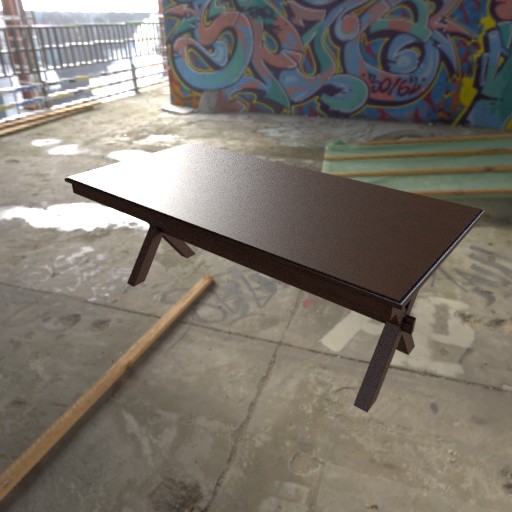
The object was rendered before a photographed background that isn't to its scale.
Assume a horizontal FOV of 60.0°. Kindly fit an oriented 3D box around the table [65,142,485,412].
[{"bbox_3d":[0.000,0.000,1.495,1.197,0.459,0.594,21,35,33],"label":"table"}]
